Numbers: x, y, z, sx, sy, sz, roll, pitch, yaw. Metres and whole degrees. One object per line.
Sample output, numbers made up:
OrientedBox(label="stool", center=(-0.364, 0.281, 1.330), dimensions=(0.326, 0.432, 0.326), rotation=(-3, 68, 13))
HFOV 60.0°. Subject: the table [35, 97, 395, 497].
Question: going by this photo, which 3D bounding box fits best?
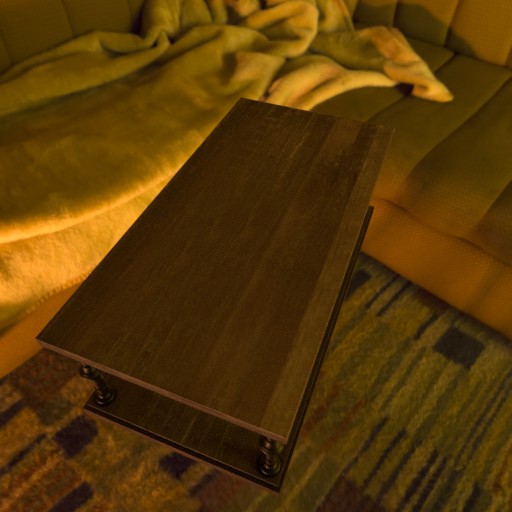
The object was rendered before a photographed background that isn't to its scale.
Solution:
OrientedBox(label="table", center=(0.000, 0.000, 1.330), dimensions=(0.554, 0.373, 1.088), rotation=(16, 50, 15))
